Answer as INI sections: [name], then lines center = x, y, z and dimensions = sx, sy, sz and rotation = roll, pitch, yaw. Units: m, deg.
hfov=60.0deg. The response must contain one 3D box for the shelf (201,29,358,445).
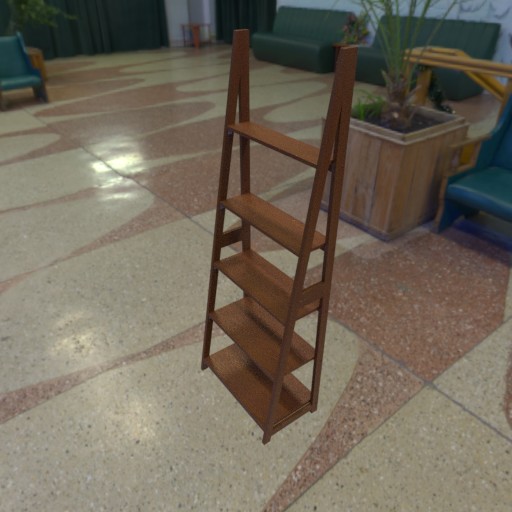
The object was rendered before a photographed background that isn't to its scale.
[shelf]
center = 0.000, 0.000, 2.022
dimensions = 0.356, 1.780, 0.630
rotation = -22, 39, -30
